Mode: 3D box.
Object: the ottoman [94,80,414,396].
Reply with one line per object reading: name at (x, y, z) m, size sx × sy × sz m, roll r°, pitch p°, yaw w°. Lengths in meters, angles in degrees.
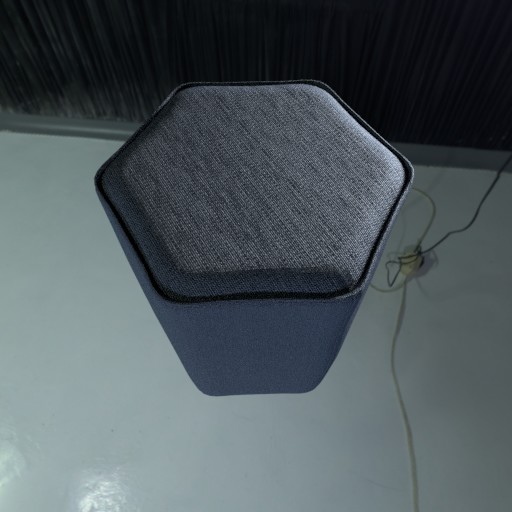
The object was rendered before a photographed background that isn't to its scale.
ottoman at (0.000, 0.000, 0.878) m, size 0.492 × 0.505 × 0.454 m, roll 2°, pitch 59°, yaw 1°
